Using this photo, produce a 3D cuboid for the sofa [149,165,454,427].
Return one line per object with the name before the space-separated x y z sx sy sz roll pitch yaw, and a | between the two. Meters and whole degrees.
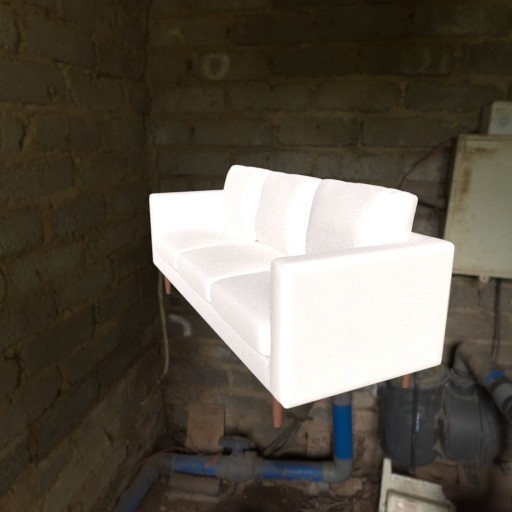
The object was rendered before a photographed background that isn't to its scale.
sofa | 0.000 0.000 2.521 0.802 0.912 2.029 -7 17 -24
